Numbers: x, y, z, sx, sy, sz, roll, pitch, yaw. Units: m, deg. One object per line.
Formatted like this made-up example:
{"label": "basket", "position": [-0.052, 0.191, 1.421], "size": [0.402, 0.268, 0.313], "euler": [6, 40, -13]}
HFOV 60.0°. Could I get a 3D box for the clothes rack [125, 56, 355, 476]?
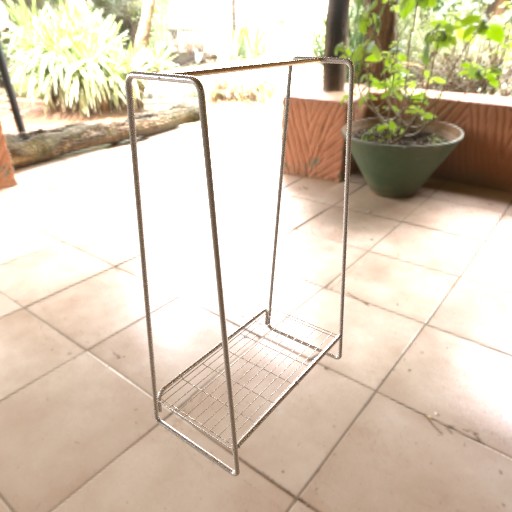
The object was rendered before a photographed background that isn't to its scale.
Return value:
{"label": "clothes rack", "position": [0.000, 0.000, 1.878], "size": [0.495, 1.500, 0.900], "euler": [19, 33, 32]}
